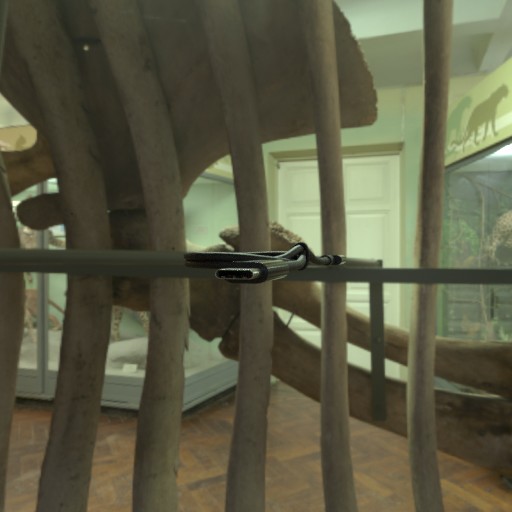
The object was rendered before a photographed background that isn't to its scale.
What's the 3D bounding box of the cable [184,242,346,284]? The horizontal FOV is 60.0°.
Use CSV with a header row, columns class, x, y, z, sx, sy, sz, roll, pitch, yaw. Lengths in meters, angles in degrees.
class,x,y,z,sx,sy,sz,roll,pitch,yaw
cable,0.000,0.000,0.225,0.070,0.014,0.203,0,1,18
